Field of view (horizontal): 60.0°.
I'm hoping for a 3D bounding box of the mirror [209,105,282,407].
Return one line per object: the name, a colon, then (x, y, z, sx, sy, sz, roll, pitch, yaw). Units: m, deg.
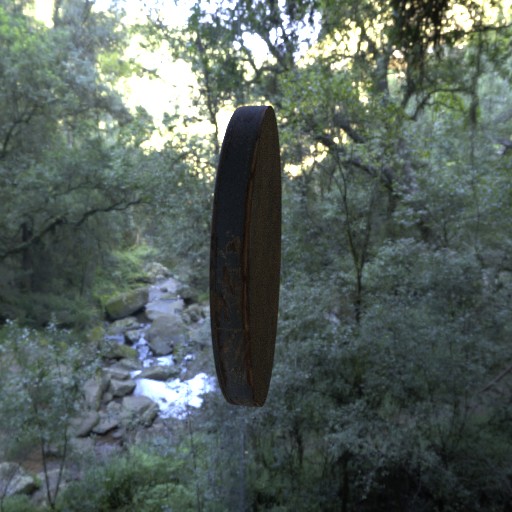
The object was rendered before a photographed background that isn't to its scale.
mirror: (0.000, 0.000, 0.909, 0.061, 0.585, 0.585, 2, 14, 7)
